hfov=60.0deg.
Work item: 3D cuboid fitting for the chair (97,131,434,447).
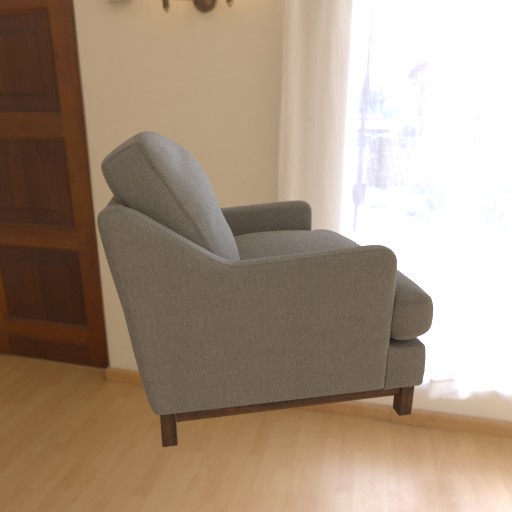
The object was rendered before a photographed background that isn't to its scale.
[{"bbox_3d":[0.000,0.000,1.513,0.892,0.821,0.826,-3,17,-11],"label":"chair"}]
